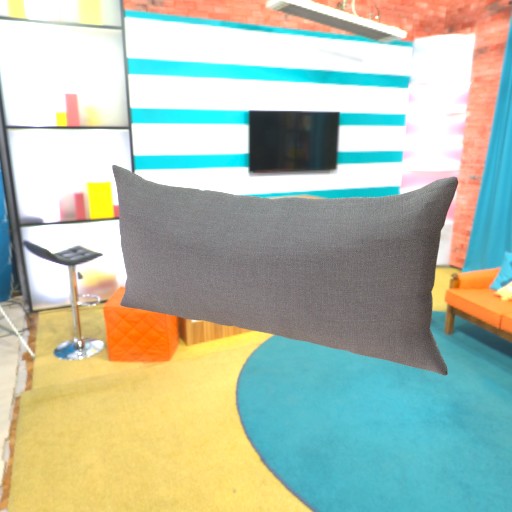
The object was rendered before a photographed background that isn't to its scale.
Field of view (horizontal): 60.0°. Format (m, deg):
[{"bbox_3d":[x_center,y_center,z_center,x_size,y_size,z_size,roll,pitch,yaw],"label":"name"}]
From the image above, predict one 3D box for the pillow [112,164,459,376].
[{"bbox_3d":[0.000,0.000,0.752,0.631,0.290,0.148,7,16,26],"label":"pillow"}]
